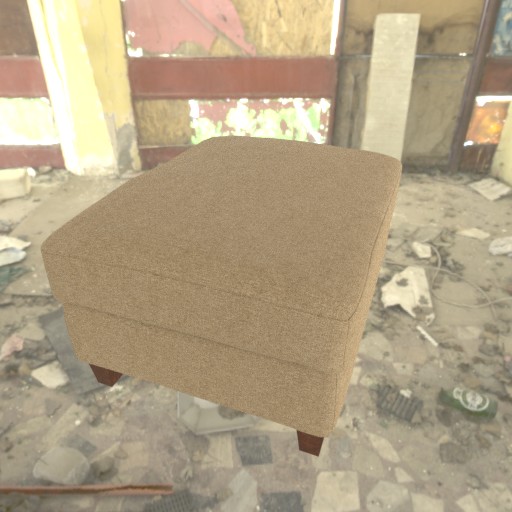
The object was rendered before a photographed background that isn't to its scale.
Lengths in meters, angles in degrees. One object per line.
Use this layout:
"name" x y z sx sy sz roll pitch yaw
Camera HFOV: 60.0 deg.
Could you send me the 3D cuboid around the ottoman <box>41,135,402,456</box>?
"ottoman" 0.000 0.000 1.277 0.692 0.511 0.889 11 33 18
